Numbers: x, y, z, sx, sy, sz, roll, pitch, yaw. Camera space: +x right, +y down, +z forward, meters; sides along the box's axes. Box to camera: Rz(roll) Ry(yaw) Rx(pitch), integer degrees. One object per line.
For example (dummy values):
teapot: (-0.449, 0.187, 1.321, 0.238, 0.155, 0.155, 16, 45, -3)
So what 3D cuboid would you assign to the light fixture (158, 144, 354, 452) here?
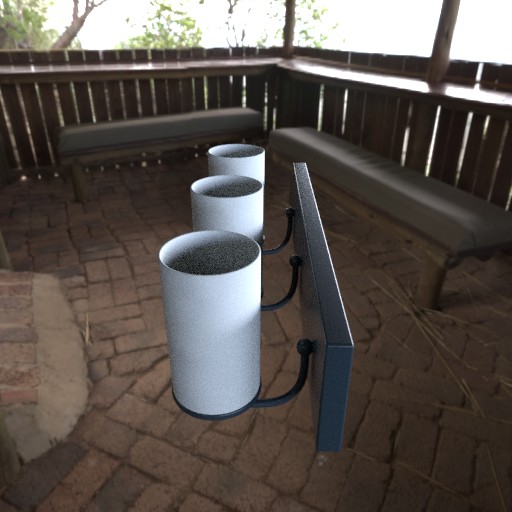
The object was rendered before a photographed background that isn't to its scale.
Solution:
light fixture: (0.000, 0.000, 0.523, 0.145, 0.172, 0.451, 1, 27, 1)
